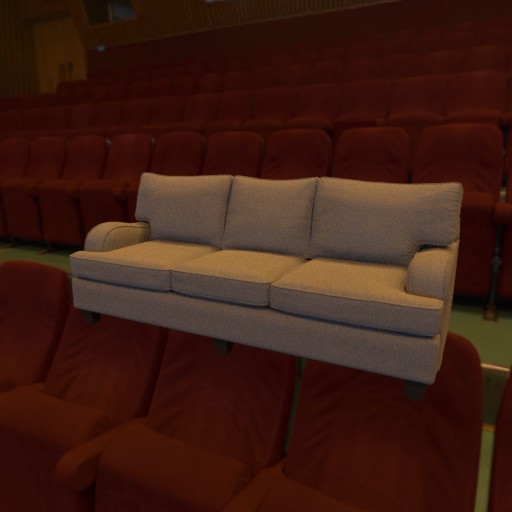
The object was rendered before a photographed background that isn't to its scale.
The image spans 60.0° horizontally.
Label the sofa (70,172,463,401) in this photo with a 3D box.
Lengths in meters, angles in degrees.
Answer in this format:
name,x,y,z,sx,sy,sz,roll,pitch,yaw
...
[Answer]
name,x,y,z,sx,sy,sz,roll,pitch,yaw
sofa,0.000,0.000,2.836,2.323,0.991,1.016,7,15,26
